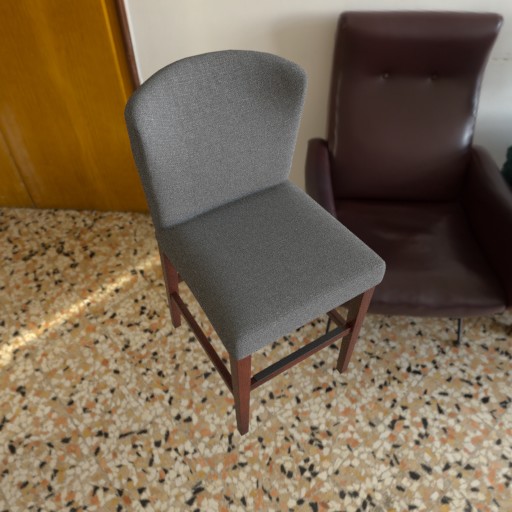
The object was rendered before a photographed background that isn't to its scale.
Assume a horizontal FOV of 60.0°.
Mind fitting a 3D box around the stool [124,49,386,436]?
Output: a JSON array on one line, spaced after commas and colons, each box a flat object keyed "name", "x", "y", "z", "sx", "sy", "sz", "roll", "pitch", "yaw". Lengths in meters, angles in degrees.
[{"name": "stool", "x": 0.000, "y": 0.000, "z": 1.289, "sx": 0.479, "sy": 0.968, "sz": 0.568, "roll": -25, "pitch": 51, "yaw": -22}]
